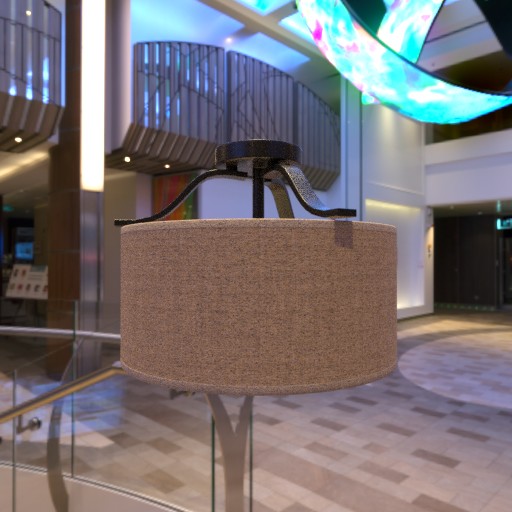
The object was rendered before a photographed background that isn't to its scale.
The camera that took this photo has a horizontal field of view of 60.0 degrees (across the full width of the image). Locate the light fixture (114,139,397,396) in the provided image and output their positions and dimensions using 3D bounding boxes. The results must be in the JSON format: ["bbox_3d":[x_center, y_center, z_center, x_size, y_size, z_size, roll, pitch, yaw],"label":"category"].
[{"bbox_3d":[0.000,0.000,0.643,0.390,0.306,0.390,0,0,0],"label":"light fixture"}]
